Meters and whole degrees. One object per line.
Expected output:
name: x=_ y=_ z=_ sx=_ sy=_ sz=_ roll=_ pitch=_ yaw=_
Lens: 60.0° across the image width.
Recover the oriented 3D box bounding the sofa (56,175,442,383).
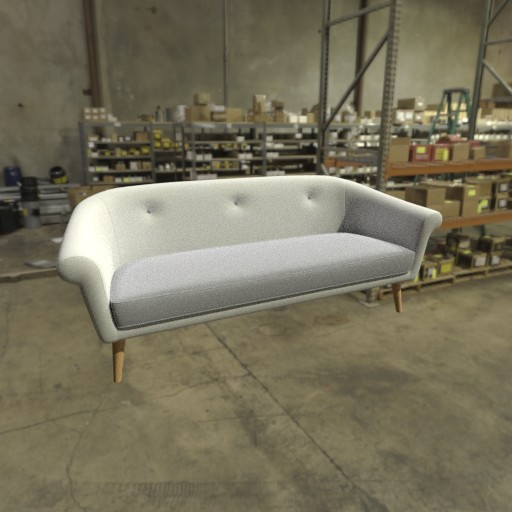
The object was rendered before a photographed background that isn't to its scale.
sofa: x=0.000 y=0.000 z=2.601 sx=2.160 sy=0.795 sz=0.827 roll=-8 pitch=18 yaw=-26
